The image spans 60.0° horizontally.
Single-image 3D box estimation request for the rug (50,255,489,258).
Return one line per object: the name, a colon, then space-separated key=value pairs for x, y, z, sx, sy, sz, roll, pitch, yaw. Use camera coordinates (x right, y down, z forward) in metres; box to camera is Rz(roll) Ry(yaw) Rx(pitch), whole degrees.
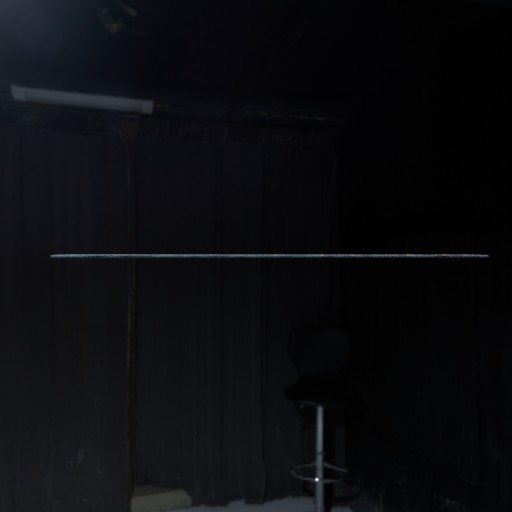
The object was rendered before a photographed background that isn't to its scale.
rug: x=0.000 y=0.000 z=2.870 sx=2.207 sy=0.014 sz=1.567 roll=0 pitch=0 yaw=-16
